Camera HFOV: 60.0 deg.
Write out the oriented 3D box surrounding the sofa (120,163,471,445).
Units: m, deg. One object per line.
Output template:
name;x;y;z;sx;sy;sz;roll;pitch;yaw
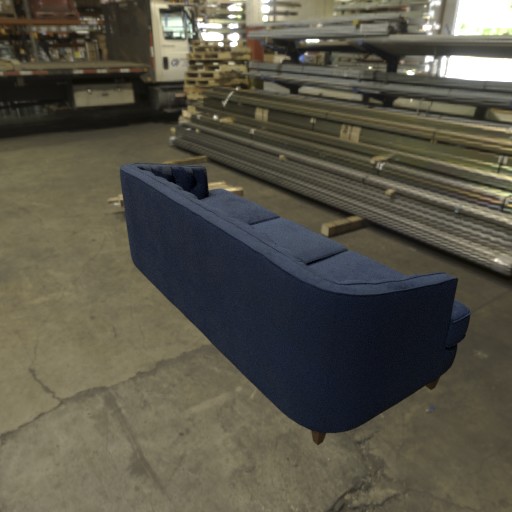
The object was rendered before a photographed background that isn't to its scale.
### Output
sofa;0.000;0.000;2.674;0.941;0.855;2.278;-18;31;-31
